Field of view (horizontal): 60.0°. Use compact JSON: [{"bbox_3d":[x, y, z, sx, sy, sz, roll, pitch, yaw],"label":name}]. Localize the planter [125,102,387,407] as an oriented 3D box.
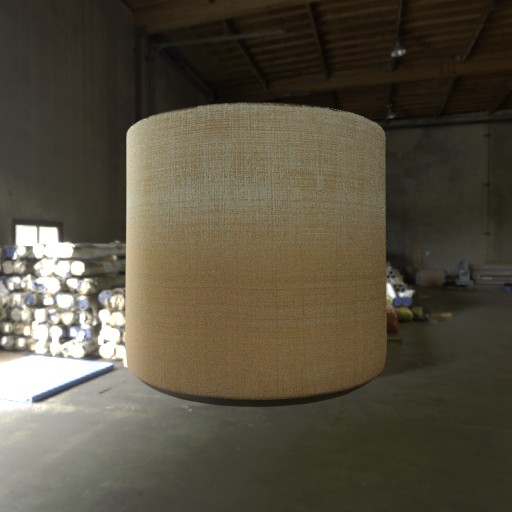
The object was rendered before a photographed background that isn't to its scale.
[{"bbox_3d":[0.000,0.000,0.389,0.221,0.201,0.221,0,1,0],"label":"planter"}]
